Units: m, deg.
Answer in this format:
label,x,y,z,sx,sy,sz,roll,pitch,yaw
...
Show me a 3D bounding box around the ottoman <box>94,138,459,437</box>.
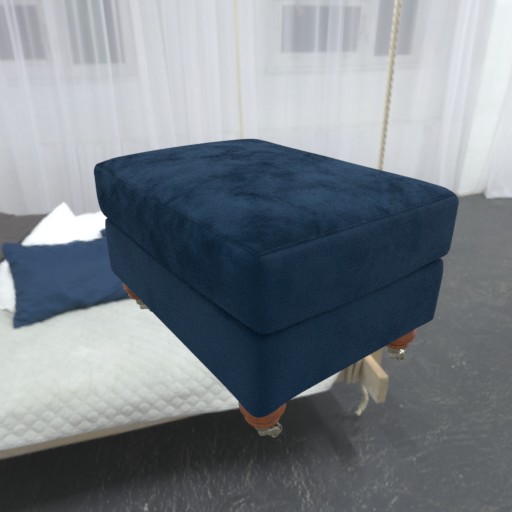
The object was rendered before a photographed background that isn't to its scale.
label,x,y,z,sx,sy,sz,roll,pitch,yaw
ottoman,0.000,0.000,1.157,0.572,0.503,0.773,-17,30,-33
